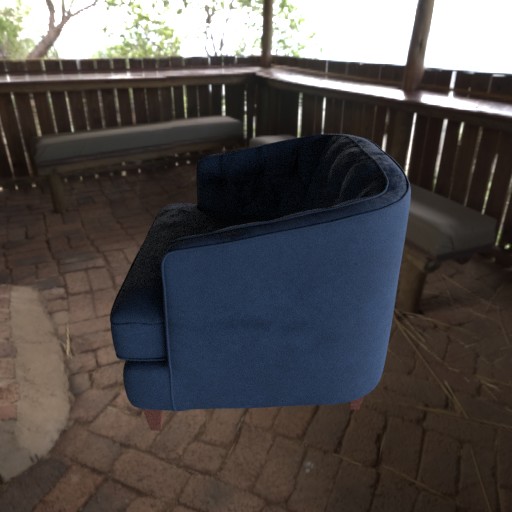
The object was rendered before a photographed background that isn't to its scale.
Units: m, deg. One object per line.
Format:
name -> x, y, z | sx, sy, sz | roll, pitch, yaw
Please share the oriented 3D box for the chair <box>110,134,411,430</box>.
chair -> 0.000, 0.000, 1.780 | 0.940, 0.852, 1.094 | 0, 26, -1
